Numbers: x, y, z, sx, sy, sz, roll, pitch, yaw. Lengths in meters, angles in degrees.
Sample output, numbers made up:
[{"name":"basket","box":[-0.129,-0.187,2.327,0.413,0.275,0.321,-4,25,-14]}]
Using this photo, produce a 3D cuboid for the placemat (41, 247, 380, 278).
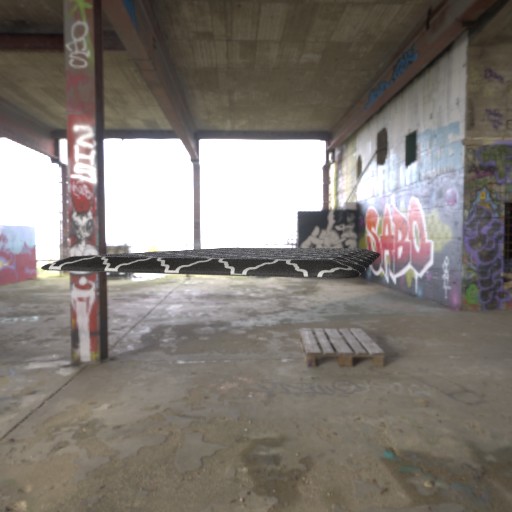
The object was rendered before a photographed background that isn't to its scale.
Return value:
[{"name":"placemat","box":[0.000,0.000,0.987,0.508,0.021,0.762,1,3,18]}]
